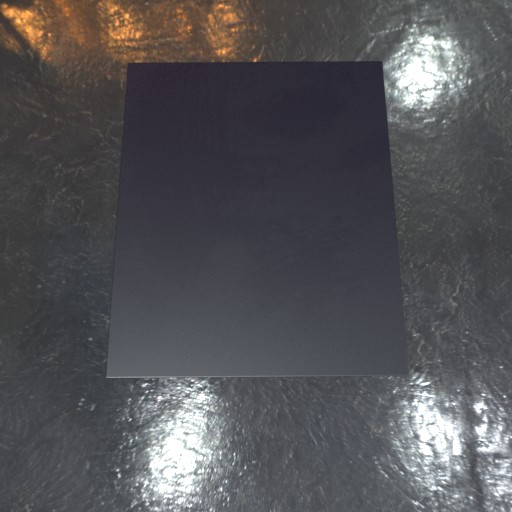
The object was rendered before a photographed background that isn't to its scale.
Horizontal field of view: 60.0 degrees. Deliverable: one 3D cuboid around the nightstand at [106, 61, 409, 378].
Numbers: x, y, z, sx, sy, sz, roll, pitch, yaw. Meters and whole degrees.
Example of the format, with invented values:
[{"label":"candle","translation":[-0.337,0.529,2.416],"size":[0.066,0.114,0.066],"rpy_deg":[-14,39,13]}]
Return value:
[{"label":"nightstand","translation":[0.000,0.000,0.944],"size":[0.402,0.623,0.479],"rpy_deg":[0,76,0]}]
